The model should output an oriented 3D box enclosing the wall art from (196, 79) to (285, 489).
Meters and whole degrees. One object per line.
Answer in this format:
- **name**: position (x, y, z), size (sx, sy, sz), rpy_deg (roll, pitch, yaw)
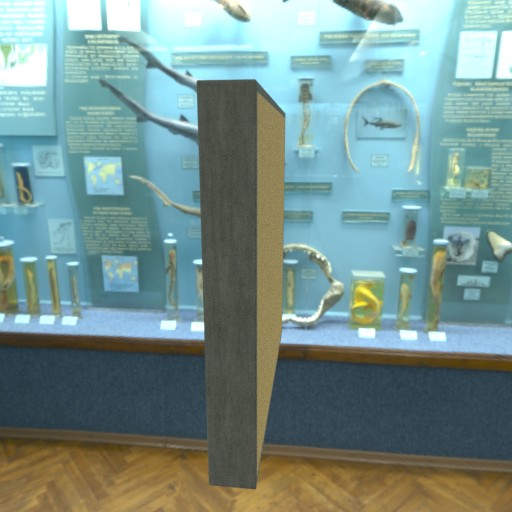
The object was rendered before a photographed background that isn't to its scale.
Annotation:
- **wall art**: position (0.000, 0.000, 0.459), size (0.038, 0.302, 0.303), rpy_deg (2, 14, 7)
